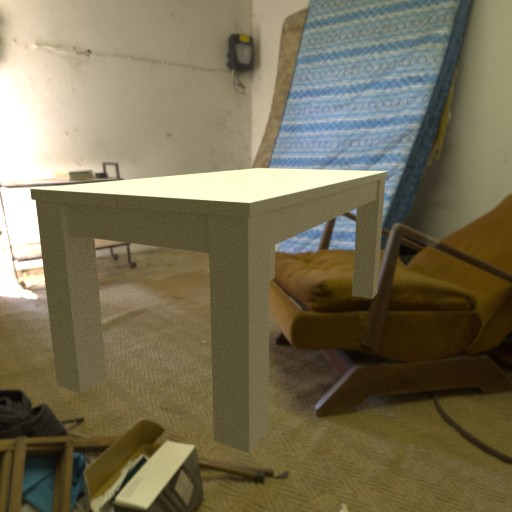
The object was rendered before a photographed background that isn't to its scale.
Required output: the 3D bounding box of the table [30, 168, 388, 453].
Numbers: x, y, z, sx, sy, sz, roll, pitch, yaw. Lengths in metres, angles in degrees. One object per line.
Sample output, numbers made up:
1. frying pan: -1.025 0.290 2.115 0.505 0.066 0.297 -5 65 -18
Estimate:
1. table: 0.000 0.000 2.263 0.900 0.790 1.800 7 15 27
